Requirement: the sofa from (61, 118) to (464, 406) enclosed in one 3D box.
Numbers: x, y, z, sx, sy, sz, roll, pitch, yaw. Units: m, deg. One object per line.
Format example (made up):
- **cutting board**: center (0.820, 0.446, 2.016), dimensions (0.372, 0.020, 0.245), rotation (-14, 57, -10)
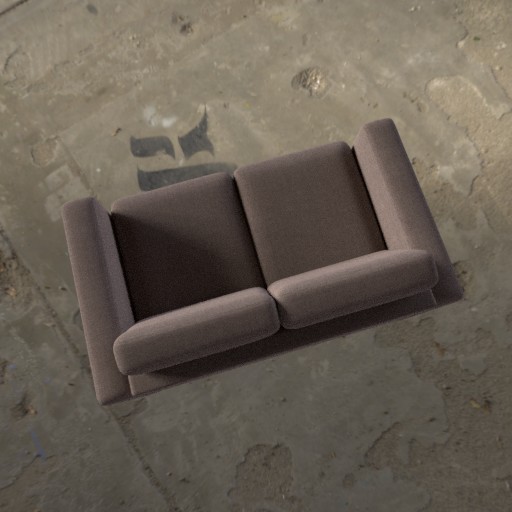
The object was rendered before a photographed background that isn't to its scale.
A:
- **sofa**: center (0.000, 0.000, 2.006), dimensions (1.520, 0.800, 0.900), rotation (-16, 76, -4)
